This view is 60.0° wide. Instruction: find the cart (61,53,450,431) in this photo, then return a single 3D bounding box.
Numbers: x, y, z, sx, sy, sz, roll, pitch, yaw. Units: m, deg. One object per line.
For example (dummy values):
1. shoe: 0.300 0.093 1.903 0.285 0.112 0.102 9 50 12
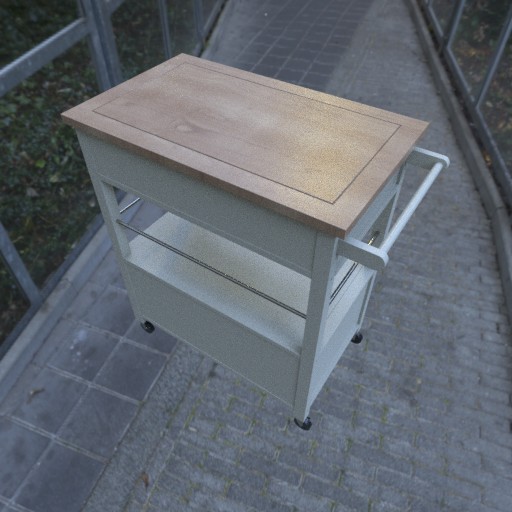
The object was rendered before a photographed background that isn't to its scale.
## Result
1. cart: 0.000 0.000 1.370 0.840 0.901 0.459 25 51 23
